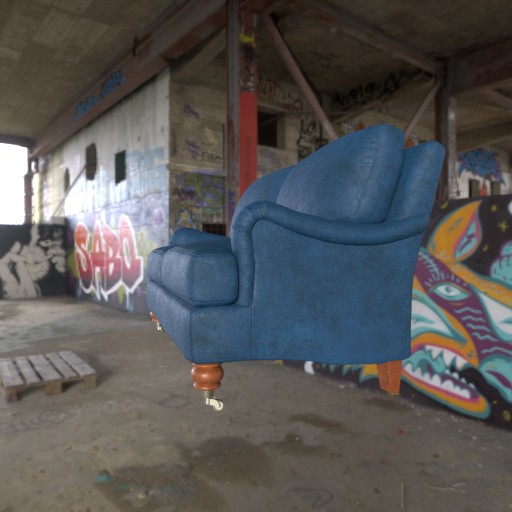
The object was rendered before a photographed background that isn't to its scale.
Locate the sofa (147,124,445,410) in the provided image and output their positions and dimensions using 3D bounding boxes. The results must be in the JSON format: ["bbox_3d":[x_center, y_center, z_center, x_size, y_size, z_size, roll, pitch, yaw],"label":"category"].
[{"bbox_3d":[0.000,0.000,2.500,1.084,1.101,1.853,0,0,-18],"label":"sofa"}]
